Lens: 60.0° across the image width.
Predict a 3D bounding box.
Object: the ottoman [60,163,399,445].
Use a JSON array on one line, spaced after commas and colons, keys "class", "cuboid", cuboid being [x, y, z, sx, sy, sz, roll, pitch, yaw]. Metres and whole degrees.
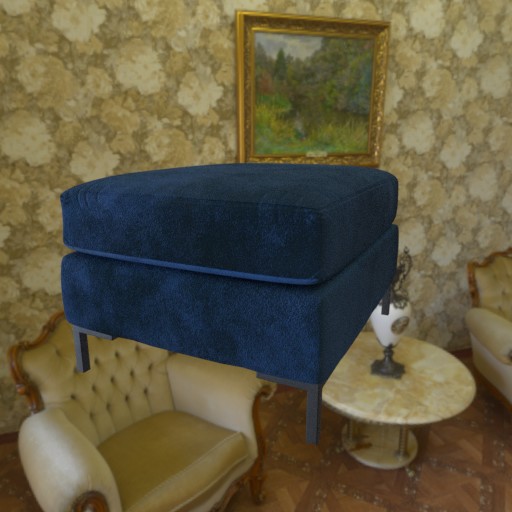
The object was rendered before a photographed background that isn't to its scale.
[{"class": "ottoman", "cuboid": [0.000, 0.000, 1.216, 0.655, 0.485, 0.794, 7, 16, 26]}]
